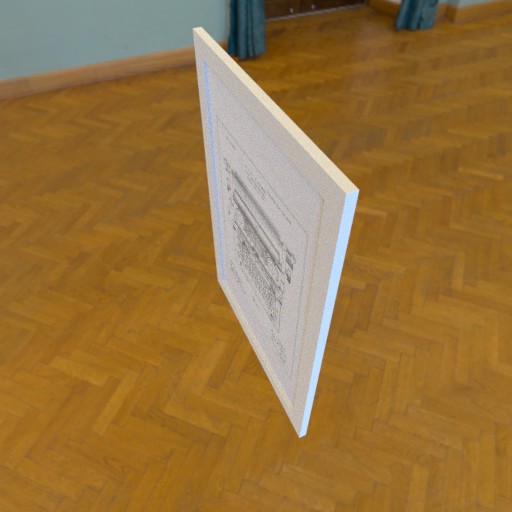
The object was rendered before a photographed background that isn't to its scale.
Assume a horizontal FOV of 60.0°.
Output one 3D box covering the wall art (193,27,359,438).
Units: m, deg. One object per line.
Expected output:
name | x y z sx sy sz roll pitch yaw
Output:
wall art | 0.000 0.000 0.676 0.013 0.533 0.381 -19 50 -16
